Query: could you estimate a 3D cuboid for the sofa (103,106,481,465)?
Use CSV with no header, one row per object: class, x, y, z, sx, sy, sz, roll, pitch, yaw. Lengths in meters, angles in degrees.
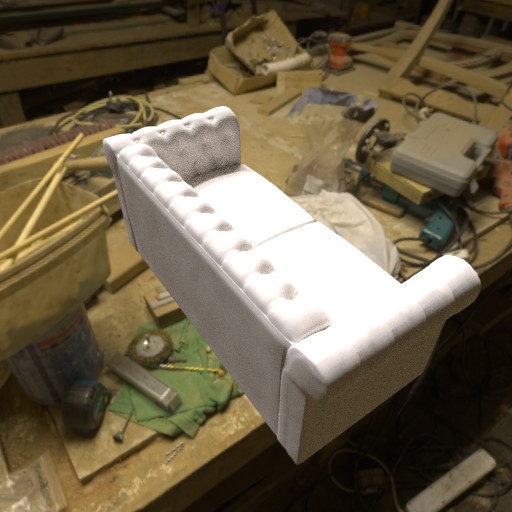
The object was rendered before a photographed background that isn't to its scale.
sofa,0.000,0.000,2.189,0.771,0.796,1.798,-25,48,-25
